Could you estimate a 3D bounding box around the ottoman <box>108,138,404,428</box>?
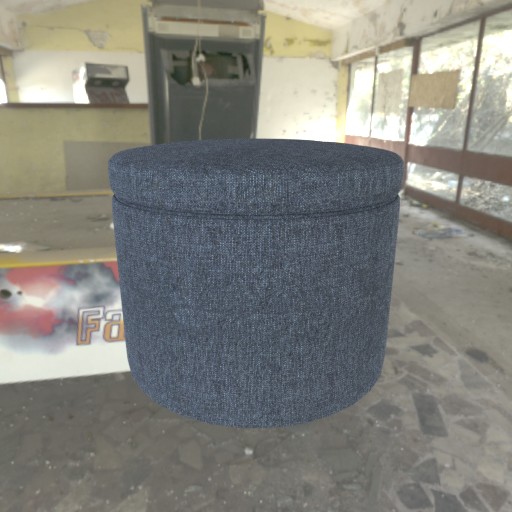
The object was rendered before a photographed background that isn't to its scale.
[{"bbox_3d":[0.000,0.000,0.839,0.500,0.419,0.500,0,18,0],"label":"ottoman"}]
